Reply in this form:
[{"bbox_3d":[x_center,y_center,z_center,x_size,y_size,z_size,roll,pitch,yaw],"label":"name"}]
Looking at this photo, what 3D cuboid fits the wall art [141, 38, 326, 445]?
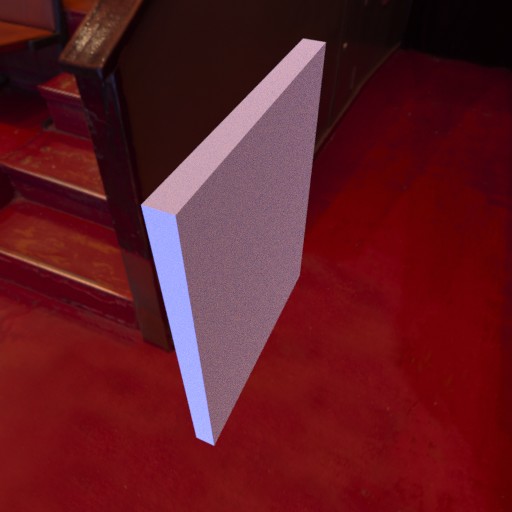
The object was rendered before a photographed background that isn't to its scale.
[{"bbox_3d":[0.000,0.000,0.756,0.039,0.553,0.451,18,49,16],"label":"wall art"}]
